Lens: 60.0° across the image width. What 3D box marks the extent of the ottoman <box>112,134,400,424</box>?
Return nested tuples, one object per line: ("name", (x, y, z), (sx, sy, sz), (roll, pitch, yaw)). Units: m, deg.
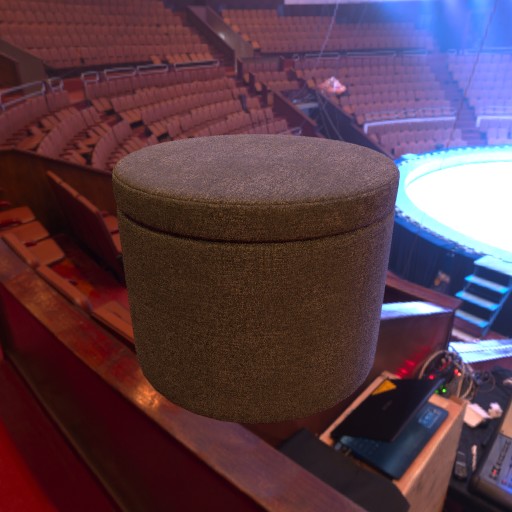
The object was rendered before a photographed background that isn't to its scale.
("ottoman", (0.000, 0.000, 0.874), (0.500, 0.419, 0.500), (0, 25, 0))
